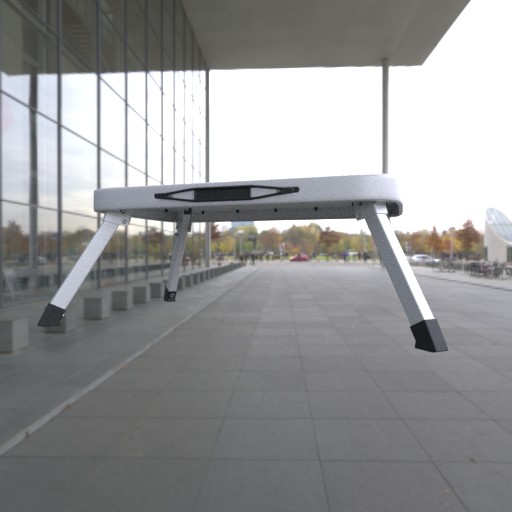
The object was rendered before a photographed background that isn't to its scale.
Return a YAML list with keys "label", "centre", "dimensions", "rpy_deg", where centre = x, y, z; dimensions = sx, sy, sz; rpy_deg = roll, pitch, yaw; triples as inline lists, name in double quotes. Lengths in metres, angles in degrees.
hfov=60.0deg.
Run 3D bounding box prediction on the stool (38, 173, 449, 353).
- label: "stool"
  centre: [0.000, 0.000, 0.608]
  dimensions: [0.460, 0.170, 0.320]
  rpy_deg: [0, 0, 18]
